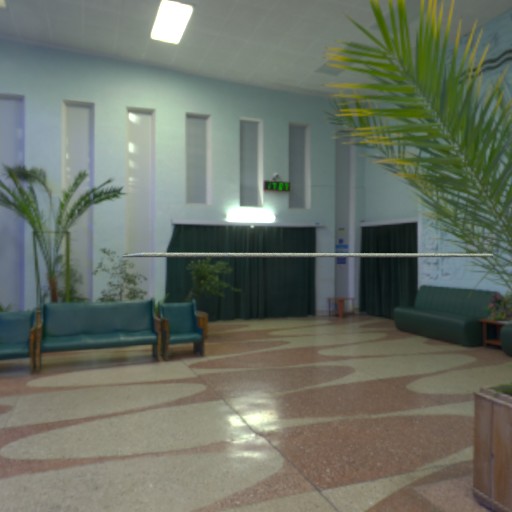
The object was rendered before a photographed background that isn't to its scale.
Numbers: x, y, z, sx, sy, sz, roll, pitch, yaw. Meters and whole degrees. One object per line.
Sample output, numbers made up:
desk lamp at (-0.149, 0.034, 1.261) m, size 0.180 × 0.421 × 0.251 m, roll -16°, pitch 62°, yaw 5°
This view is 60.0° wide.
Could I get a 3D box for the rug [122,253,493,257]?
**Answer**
rug at (0.000, 0.000, 2.746) m, size 1.526 × 0.015 × 2.132 m, roll 0°, pitch 0°, yaw -18°
